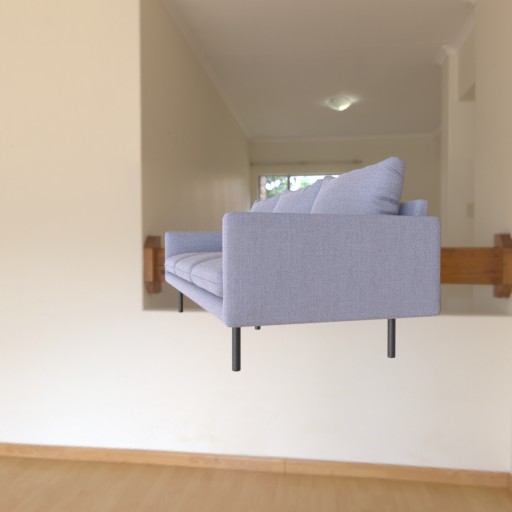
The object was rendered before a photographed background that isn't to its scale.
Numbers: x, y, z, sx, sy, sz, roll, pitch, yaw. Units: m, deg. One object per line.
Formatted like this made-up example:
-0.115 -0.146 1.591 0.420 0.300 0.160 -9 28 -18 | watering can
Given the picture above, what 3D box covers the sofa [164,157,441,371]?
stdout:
0.000 0.000 2.493 0.850 0.830 2.000 0 1 -17 | sofa
